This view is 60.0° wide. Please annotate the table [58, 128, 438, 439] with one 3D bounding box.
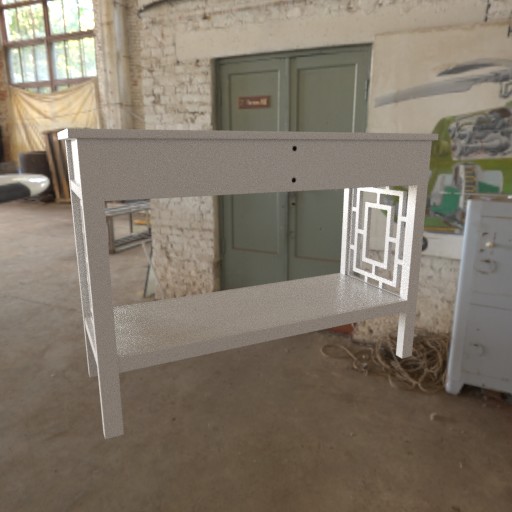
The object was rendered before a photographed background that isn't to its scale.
[{"bbox_3d":[0.000,0.000,1.411,1.068,0.753,0.397,-7,16,-25],"label":"table"}]
